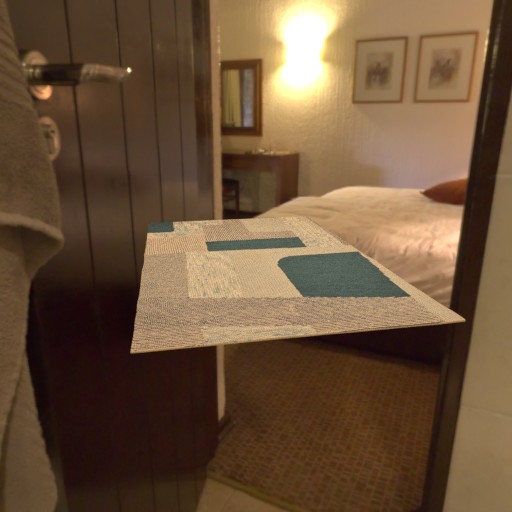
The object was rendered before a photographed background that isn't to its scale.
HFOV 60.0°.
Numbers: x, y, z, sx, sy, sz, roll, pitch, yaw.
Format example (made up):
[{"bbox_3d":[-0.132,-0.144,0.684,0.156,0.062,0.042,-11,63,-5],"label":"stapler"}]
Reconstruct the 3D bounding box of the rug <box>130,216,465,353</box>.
[{"bbox_3d":[0.000,0.000,3.072,1.521,0.015,2.436,-3,17,-11],"label":"rug"}]
